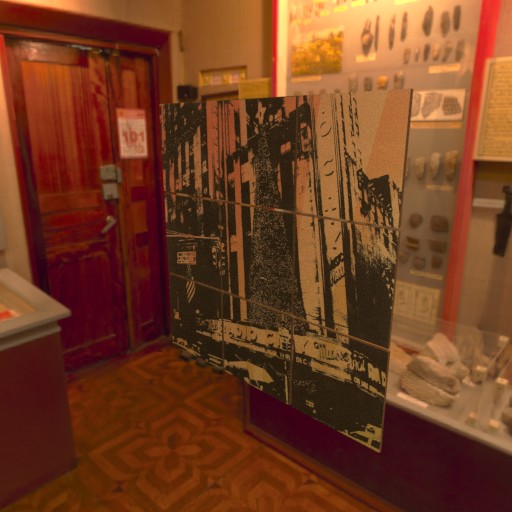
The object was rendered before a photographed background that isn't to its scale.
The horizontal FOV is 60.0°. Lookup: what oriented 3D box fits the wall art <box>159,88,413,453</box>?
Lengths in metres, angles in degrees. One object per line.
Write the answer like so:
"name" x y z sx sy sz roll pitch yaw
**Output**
"wall art" 0.000 0.000 1.811 1.216 1.216 0.013 15 22 41
